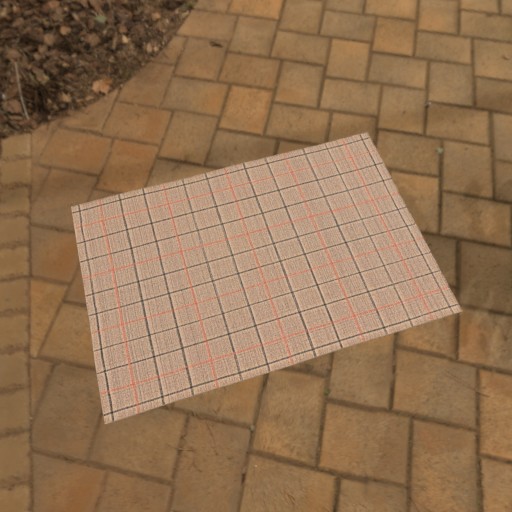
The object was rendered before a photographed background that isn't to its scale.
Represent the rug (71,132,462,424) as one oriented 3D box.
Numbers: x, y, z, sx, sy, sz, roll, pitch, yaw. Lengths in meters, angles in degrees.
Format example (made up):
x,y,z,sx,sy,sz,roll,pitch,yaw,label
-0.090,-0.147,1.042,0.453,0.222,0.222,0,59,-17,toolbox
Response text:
x,y,z,sx,sy,sz,roll,pitch,yaw,label
0.000,0.000,2.392,1.829,0.013,1.220,-16,66,-7,rug
